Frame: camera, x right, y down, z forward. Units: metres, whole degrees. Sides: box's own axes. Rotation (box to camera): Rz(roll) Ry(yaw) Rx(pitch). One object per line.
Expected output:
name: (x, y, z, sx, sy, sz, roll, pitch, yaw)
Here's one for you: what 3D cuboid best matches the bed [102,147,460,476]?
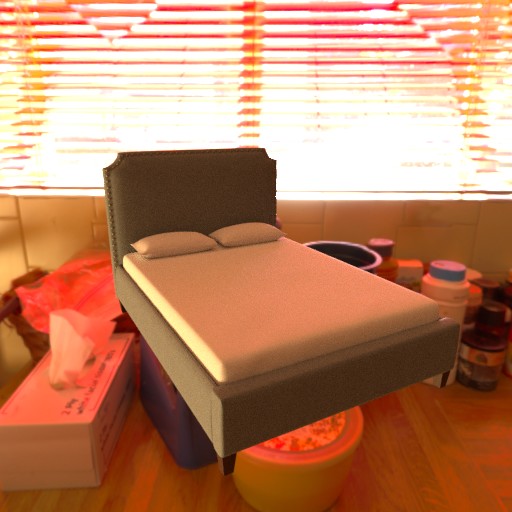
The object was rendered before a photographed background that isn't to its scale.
bed: (0.000, 0.000, 3.339, 1.712, 1.443, 2.372, -9, 19, -27)
